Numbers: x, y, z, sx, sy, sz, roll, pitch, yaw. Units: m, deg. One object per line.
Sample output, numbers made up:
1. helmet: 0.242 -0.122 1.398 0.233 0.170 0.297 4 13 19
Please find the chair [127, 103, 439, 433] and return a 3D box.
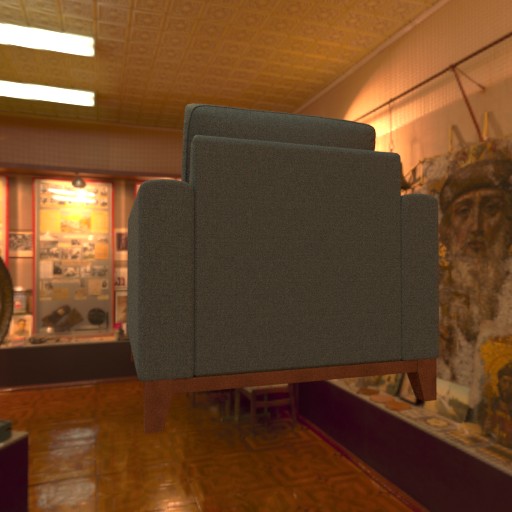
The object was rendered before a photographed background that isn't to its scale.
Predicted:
1. chair: 0.000 0.000 1.884 1.024 1.010 1.038 0 -1 -18
